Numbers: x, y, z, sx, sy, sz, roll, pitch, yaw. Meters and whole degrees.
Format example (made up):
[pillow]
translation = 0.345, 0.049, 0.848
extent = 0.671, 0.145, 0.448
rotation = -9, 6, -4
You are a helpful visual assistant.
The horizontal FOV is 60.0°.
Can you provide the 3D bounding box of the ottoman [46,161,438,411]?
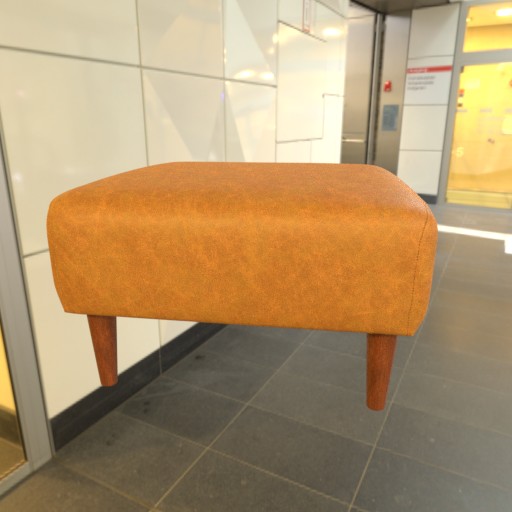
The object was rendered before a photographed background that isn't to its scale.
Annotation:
[ottoman]
translation = 0.000, 0.000, 1.030
extent = 0.650, 0.399, 0.650
rotation = 3, 17, 8
